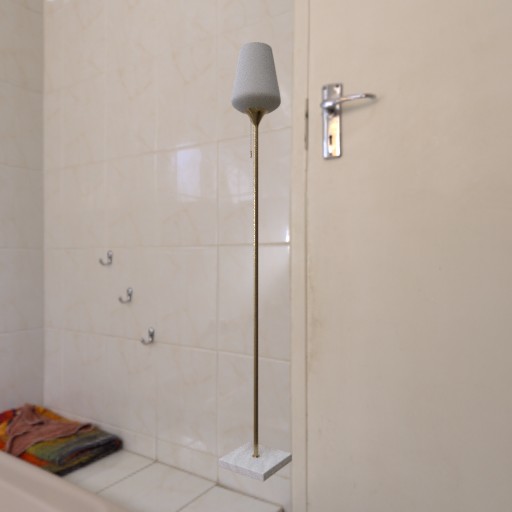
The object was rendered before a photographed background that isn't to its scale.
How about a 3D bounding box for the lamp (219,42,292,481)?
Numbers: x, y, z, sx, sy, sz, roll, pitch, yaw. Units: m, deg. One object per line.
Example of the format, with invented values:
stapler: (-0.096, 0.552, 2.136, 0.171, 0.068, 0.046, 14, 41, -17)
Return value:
lamp: (0.000, 0.000, 1.942, 0.232, 1.813, 0.229, 0, -1, 35)
